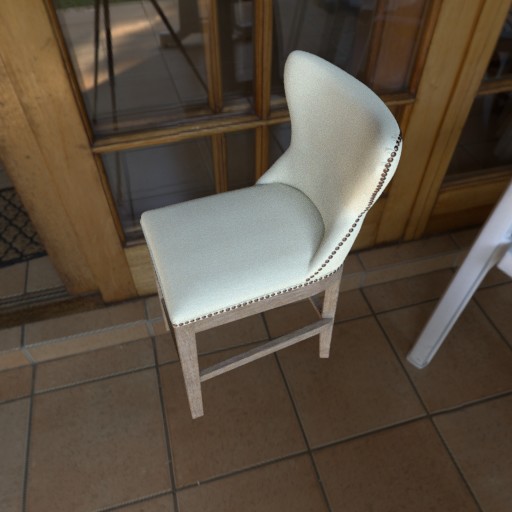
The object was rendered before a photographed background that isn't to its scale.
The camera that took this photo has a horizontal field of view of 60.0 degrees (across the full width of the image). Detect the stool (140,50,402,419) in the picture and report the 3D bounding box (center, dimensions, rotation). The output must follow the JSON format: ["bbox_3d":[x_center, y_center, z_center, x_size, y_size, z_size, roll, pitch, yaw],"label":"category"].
[{"bbox_3d":[0.000,0.000,1.328,0.608,0.981,0.498,-16,49,-14],"label":"stool"}]
